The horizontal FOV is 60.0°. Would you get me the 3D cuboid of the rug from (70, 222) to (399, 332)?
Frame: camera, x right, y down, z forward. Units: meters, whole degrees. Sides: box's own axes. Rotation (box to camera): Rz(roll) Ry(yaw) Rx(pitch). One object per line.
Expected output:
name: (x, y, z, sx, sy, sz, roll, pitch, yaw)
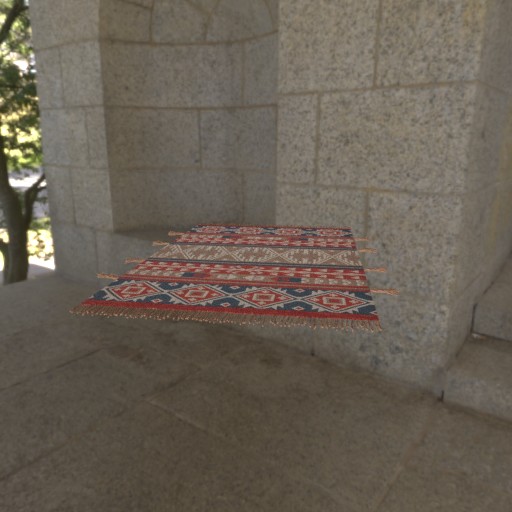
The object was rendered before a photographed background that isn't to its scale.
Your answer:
rug: (0.000, 0.000, 3.198, 1.778, 0.048, 2.450, 2, 15, 8)
